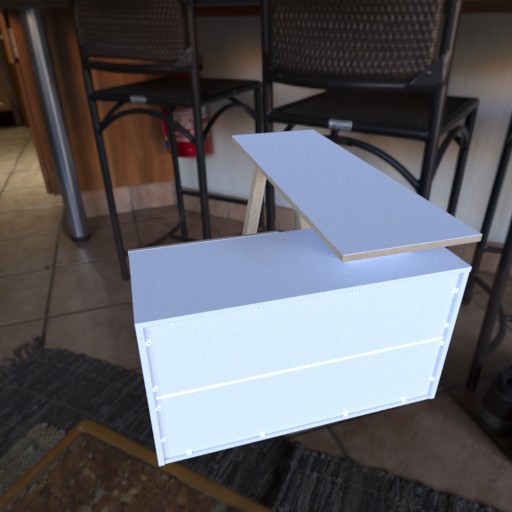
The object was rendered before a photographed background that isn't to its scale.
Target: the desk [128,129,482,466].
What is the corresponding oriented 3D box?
[{"bbox_3d":[0.000,0.000,2.053,1.098,0.755,1.404,-8,31,-14],"label":"desk"}]
